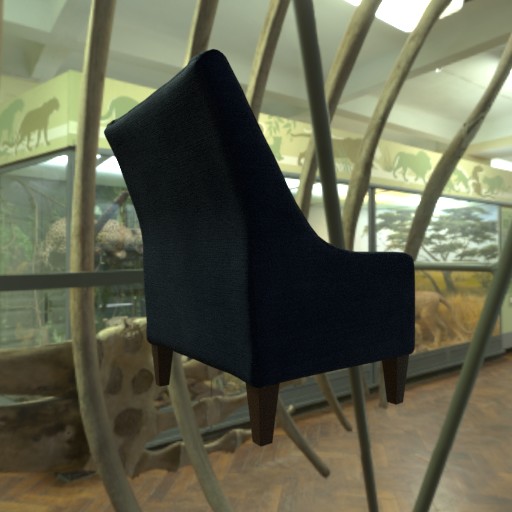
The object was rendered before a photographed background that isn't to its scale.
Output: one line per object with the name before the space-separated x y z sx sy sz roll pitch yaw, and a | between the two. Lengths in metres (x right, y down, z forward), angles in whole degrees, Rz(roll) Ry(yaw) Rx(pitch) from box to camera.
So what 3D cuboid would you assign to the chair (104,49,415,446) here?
chair | 0.000 0.000 1.598 0.870 1.014 0.774 0 0 -36
